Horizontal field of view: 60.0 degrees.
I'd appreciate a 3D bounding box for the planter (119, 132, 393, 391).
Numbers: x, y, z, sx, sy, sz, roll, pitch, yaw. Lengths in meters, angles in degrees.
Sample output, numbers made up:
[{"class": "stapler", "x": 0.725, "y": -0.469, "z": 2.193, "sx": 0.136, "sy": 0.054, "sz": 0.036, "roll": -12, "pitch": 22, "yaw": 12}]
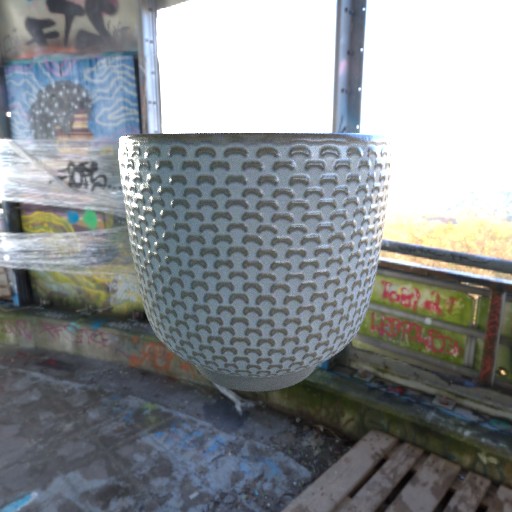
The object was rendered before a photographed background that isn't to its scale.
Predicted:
[{"class": "planter", "x": 0.000, "y": 0.000, "z": 0.307, "sx": 0.173, "sy": 0.160, "sz": 0.173, "roll": 0, "pitch": 14, "yaw": 0}]
